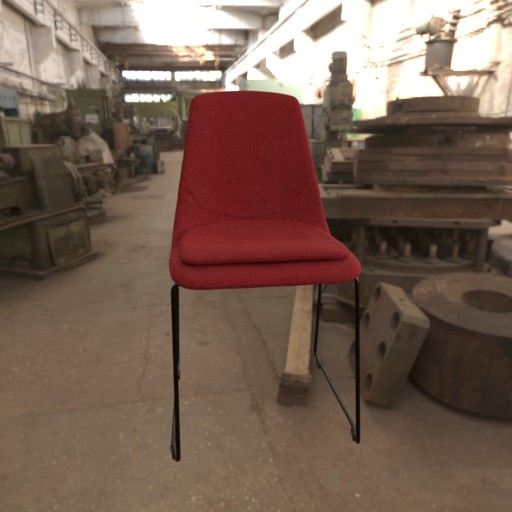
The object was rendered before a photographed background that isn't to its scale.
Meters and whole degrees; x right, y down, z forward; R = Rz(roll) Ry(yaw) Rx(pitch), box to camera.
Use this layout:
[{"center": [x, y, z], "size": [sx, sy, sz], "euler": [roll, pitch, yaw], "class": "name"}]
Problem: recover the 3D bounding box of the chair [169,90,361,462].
[{"center": [0.000, 0.000, 1.176], "size": [0.479, 0.858, 0.518], "euler": [-2, 17, -8], "class": "chair"}]
